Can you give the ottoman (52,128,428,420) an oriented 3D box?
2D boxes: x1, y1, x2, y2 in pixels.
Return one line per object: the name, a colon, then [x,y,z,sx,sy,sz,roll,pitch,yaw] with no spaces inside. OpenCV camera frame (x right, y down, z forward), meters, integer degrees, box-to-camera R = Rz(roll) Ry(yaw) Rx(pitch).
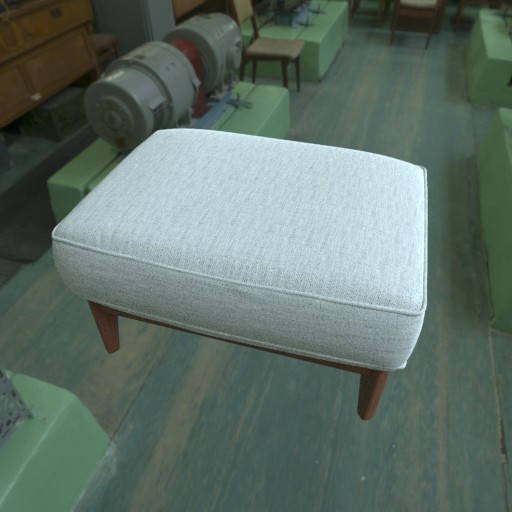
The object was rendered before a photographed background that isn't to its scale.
ottoman: [0.000,0.000,1.159,0.794,0.465,0.594,11,43,12]
